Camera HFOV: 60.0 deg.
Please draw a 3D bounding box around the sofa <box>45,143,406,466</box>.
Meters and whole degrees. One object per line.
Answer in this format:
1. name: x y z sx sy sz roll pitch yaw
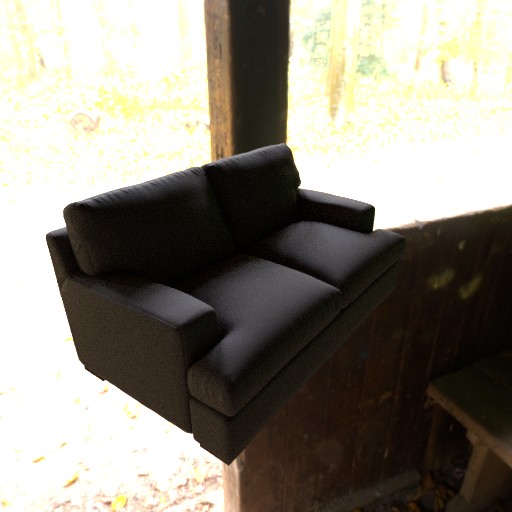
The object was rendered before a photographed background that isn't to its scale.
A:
1. sofa: 0.000 0.000 2.536 1.143 0.940 1.880 18 31 33
